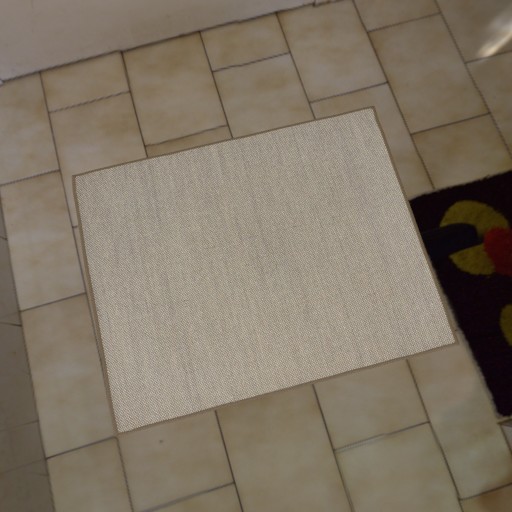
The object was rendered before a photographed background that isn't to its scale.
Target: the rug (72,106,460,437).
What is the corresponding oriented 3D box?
[{"bbox_3d":[0.000,0.000,4.019,3.041,0.020,2.413,-14,76,-4],"label":"rug"}]
